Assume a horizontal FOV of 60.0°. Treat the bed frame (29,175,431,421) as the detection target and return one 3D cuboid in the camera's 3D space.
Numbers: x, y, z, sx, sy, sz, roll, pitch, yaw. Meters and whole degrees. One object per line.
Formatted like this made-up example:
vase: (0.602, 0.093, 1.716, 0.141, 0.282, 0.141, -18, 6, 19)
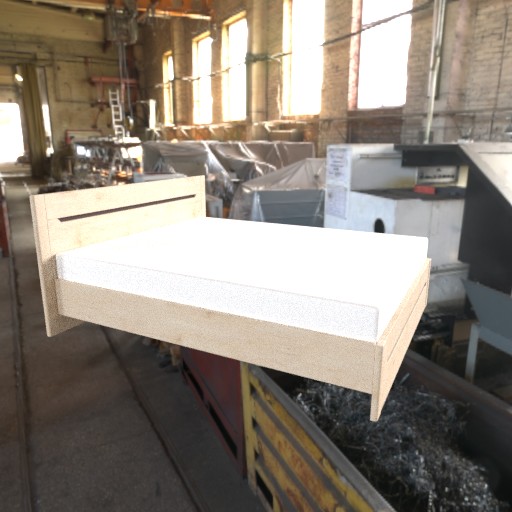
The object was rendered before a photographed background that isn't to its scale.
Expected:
bed frame: (0.000, 0.000, 3.034, 2.080, 0.900, 1.800, 8, 16, 27)
